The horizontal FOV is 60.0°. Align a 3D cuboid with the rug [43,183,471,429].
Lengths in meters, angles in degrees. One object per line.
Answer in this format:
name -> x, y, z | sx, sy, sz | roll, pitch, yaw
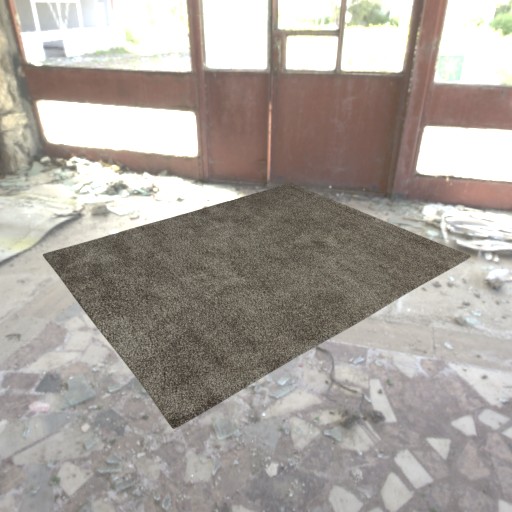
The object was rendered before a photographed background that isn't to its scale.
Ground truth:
rug -> 0.000, 0.000, 3.970 | 3.000, 0.025, 2.401 | -21, 35, -33
